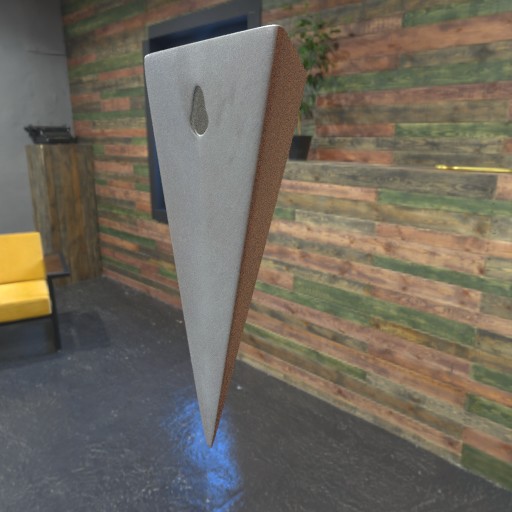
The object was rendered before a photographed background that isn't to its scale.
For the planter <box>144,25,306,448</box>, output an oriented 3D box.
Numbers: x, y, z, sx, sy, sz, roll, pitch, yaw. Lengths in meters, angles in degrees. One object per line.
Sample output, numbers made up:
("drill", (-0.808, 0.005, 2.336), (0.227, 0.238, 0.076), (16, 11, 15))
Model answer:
("planter", (0.000, 0.000, 0.153), (0.047, 0.130, 0.058), (-14, 21, -43))
